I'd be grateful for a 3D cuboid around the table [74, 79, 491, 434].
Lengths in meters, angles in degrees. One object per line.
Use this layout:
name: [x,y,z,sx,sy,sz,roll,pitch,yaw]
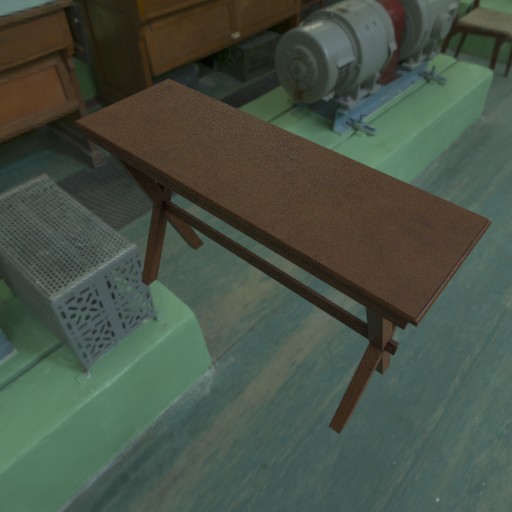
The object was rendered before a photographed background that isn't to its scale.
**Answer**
table: [0.000,0.000,1.534,1.197,0.763,0.399,32,54,27]
